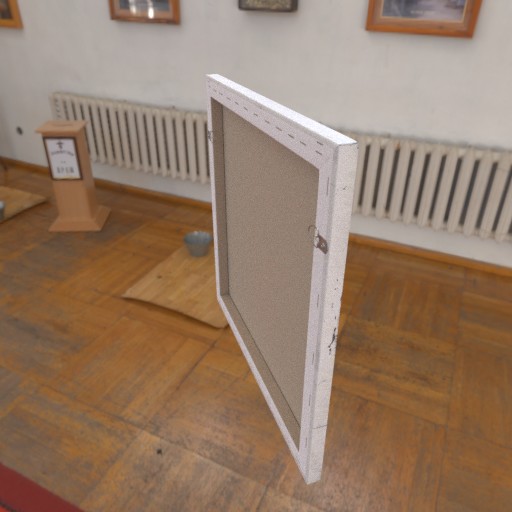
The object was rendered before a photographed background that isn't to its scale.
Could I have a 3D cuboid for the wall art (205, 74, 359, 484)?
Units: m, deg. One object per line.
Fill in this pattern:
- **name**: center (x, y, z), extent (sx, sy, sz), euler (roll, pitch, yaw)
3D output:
- **wall art**: center (0.000, 0.000, 1.112), extent (0.038, 0.762, 0.762), euler (-10, 31, -17)
